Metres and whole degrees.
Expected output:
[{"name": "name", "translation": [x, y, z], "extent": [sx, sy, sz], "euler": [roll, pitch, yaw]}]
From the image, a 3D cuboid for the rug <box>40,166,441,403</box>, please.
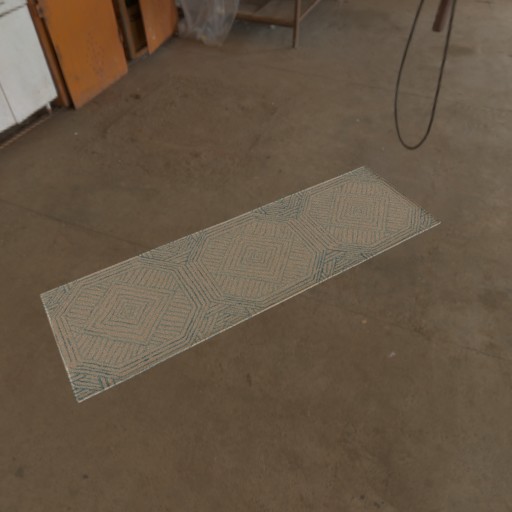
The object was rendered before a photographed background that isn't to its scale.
[{"name": "rug", "translation": [0.000, 0.000, 2.768], "extent": [2.452, 0.012, 0.775], "euler": [-24, 51, -21]}]
